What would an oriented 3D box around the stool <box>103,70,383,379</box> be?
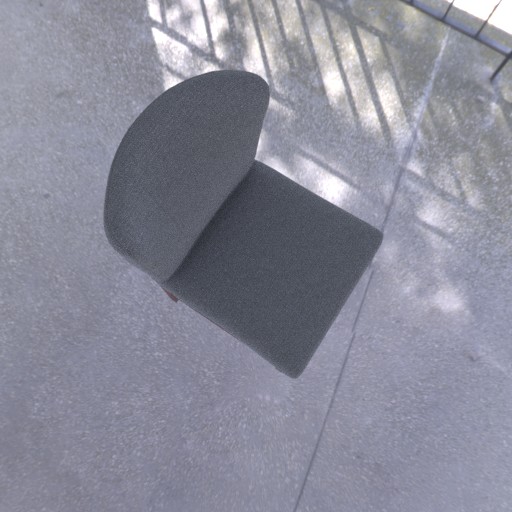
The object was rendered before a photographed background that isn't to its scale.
[{"bbox_3d":[0.000,0.000,1.296,0.568,0.968,0.479,33,77,8],"label":"stool"}]
